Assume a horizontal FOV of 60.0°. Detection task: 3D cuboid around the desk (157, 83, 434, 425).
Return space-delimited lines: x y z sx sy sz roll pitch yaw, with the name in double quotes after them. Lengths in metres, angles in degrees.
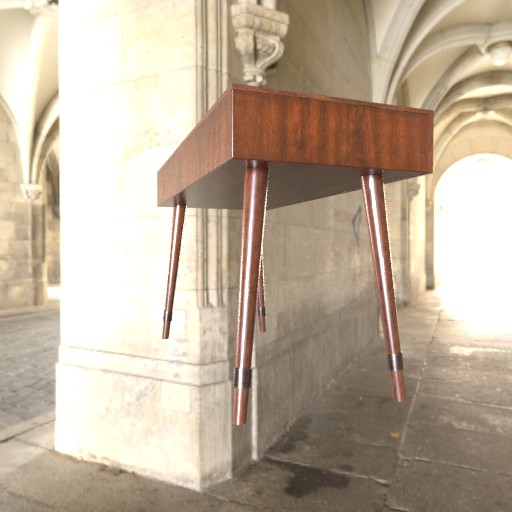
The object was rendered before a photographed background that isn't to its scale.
0.000 0.000 2.159 0.734 1.031 1.577 0 1 -20 "desk"
